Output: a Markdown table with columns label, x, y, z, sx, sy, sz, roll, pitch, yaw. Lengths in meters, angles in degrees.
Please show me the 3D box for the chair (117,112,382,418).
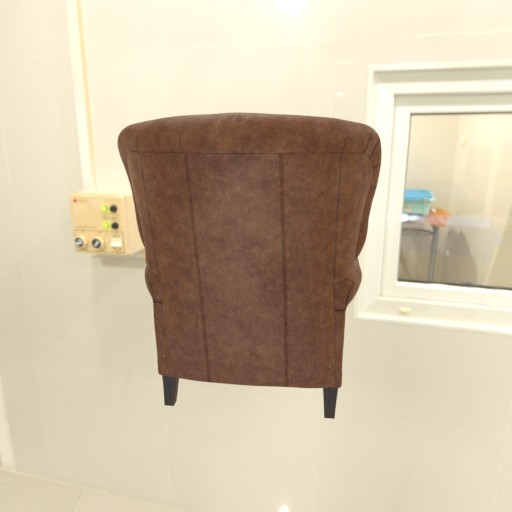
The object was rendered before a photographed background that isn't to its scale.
| label | x | y | z | sx | sy | sz | roll | pitch | yaw |
| --- | --- | --- | --- | --- | --- | --- | --- | --- | --- |
| chair | 0.000 | 0.000 | 1.952 | 0.951 | 1.164 | 1.059 | 2 | 15 | 7 |
